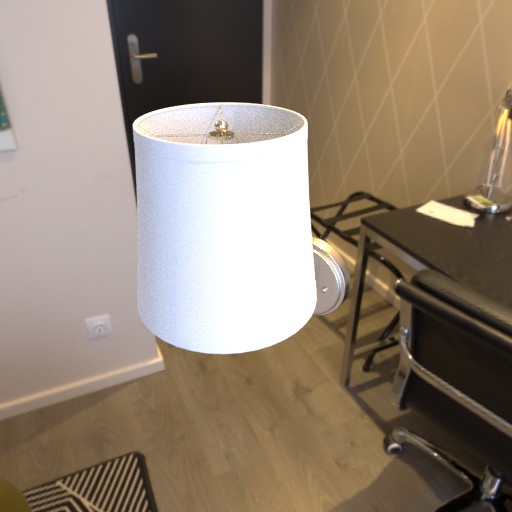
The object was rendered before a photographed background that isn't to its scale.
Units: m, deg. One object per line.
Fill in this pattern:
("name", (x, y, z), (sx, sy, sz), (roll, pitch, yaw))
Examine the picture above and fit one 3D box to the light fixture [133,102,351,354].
("light fixture", (0.000, 0.000, 0.593), (0.223, 0.381, 0.348), (20, 36, 30))
